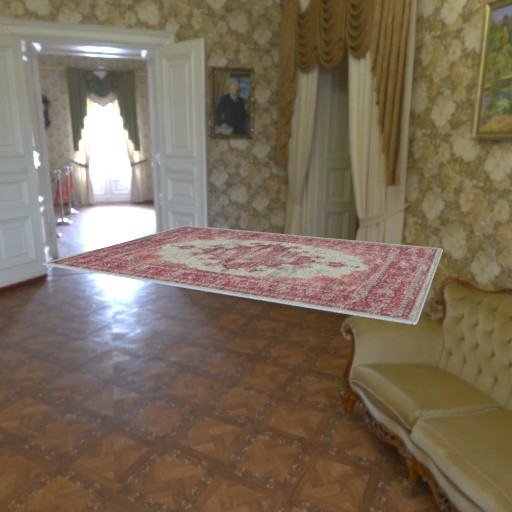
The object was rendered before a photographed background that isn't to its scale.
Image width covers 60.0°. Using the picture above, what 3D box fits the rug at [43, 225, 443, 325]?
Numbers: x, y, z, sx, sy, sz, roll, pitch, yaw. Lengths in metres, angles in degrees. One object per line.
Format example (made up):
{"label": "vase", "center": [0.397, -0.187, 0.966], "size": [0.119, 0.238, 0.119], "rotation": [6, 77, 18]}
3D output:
{"label": "rug", "center": [0.000, 0.000, 3.842], "size": [2.878, 0.014, 2.005], "rotation": [7, 15, 25]}
